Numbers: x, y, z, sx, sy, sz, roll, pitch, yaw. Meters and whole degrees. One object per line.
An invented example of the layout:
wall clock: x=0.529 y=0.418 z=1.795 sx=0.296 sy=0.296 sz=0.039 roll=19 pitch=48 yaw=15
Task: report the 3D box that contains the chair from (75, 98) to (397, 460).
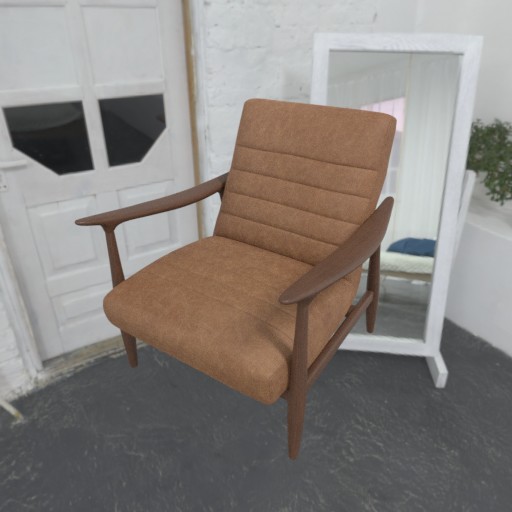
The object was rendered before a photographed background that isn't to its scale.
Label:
chair: x=0.000 y=0.000 z=1.437 sx=0.741 sy=0.832 sz=0.798 roll=19 pitch=35 yaw=29
